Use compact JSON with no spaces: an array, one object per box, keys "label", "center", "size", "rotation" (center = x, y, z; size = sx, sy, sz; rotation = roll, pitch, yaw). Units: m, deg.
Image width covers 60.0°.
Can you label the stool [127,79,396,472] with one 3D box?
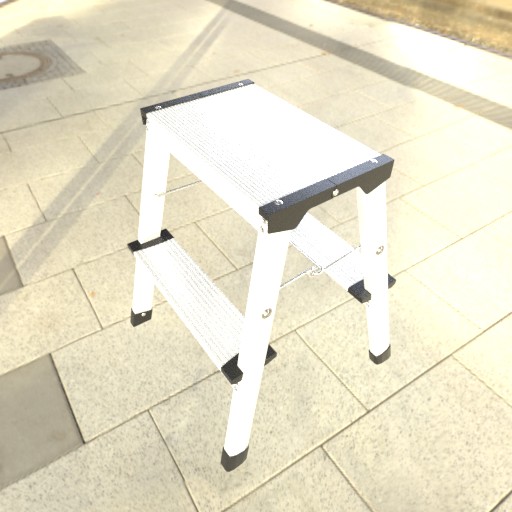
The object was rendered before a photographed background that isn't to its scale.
[{"label":"stool","center":[0.000,0.000,0.789],"size":[0.405,0.480,0.404],"rotation":[-26,49,-25]}]
